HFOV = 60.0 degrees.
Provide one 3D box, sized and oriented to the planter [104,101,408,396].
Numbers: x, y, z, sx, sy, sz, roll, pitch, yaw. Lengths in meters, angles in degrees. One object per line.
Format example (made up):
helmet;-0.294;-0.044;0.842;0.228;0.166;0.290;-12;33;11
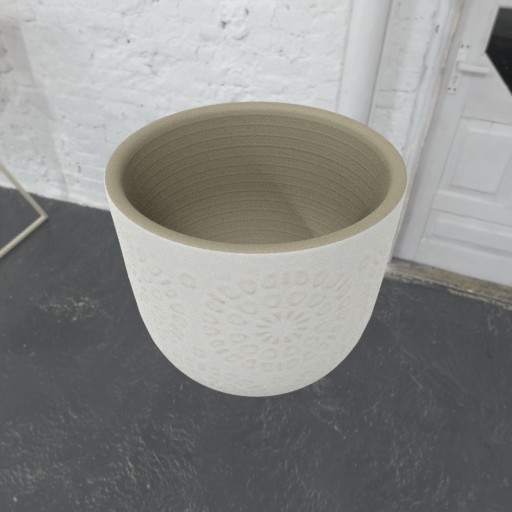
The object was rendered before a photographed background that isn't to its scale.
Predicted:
planter;0.000;0.000;0.222;0.124;0.109;0.124;0;41;0
